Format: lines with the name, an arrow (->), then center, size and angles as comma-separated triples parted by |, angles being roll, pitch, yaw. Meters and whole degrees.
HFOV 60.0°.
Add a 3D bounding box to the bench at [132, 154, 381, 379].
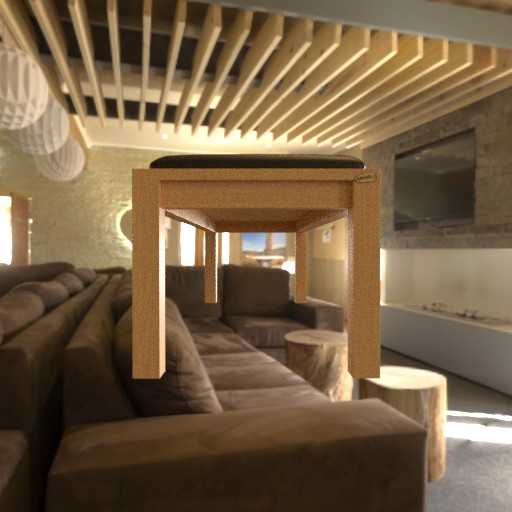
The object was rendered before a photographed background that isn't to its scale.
bench -> 0.000, 0.000, 1.401 | 0.450, 0.430, 1.202 | 0, 1, 0
